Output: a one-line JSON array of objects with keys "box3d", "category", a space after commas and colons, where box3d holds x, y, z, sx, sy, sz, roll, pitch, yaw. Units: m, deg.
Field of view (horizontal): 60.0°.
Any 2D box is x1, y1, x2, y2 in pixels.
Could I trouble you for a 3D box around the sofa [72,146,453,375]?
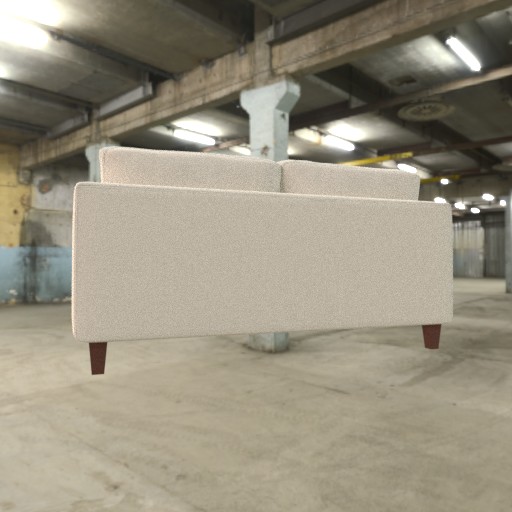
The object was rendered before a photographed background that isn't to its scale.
[{"box3d": [0.000, 0.000, 2.279, 1.702, 0.888, 0.964, 0, -1, -19], "category": "sofa"}]
